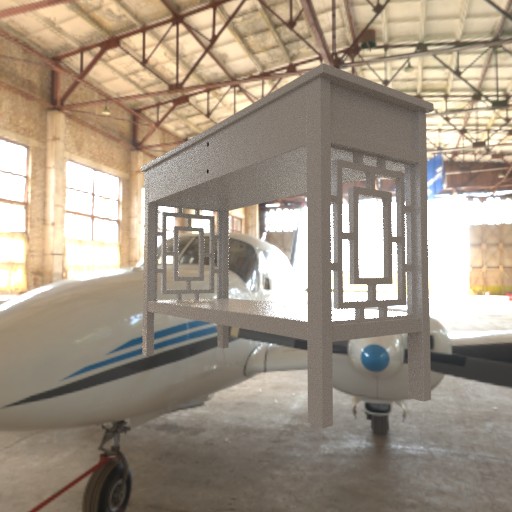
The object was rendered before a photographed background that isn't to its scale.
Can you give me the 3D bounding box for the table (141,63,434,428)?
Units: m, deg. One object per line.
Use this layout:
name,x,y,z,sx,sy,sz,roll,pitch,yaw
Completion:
table,0.000,0.000,1.455,0.397,0.753,1.068,2,-3,-34
